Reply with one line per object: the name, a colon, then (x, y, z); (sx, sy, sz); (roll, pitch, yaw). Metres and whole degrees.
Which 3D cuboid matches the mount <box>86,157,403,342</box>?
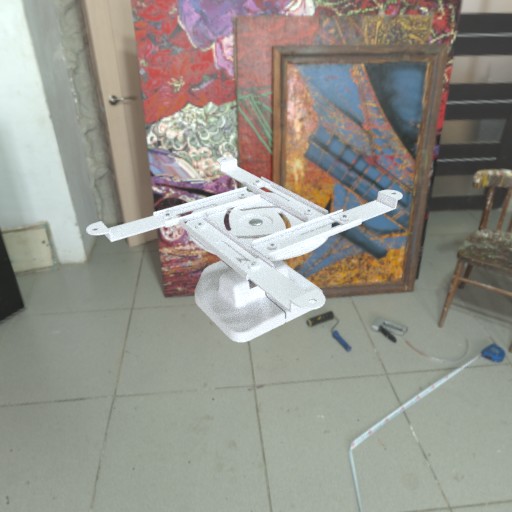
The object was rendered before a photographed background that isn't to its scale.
mount: (0.000, 0.000, 0.611); (0.394, 0.141, 0.394); (-21, 37, -30)
